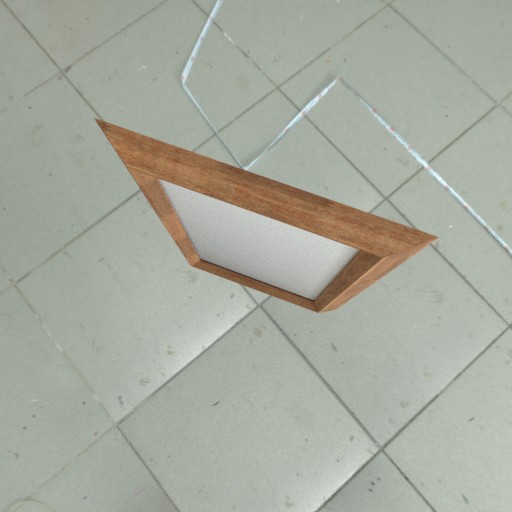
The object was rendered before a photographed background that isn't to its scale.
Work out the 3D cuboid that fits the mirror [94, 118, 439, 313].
[{"bbox_3d":[0.000,0.000,1.269,0.651,1.010,0.047,20,77,5],"label":"mirror"}]
